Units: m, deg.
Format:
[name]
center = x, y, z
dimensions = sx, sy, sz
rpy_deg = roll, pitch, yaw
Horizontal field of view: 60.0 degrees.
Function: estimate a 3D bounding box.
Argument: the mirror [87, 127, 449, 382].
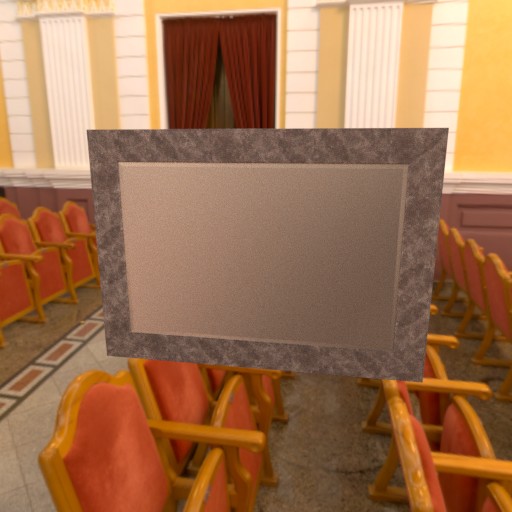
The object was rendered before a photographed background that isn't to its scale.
[mirror]
center = 0.000, 0.000, 1.441
dimensions = 1.101, 0.795, 0.022
rpy_deg = 2, 15, 9
